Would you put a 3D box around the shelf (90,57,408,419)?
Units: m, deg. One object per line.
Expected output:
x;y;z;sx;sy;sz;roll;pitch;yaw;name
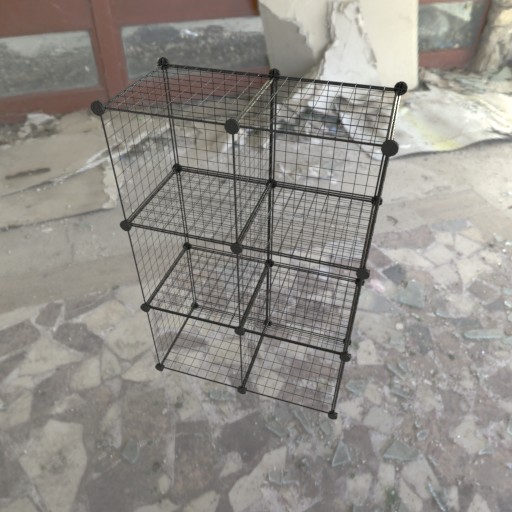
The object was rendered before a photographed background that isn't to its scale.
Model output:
0.000;0.000;1.436;0.711;1.067;0.356;12;42;13;shelf
